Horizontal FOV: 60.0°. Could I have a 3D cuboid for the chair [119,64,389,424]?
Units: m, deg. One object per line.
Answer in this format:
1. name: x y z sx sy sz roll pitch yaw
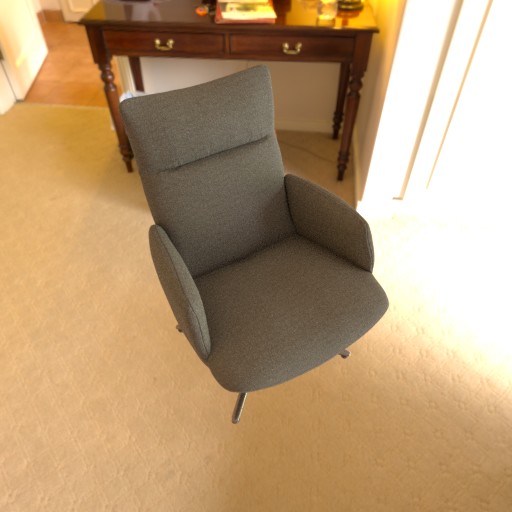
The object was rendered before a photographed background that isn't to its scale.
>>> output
1. chair: 0.000 0.000 1.555 0.702 0.984 0.831 -24 50 -22
